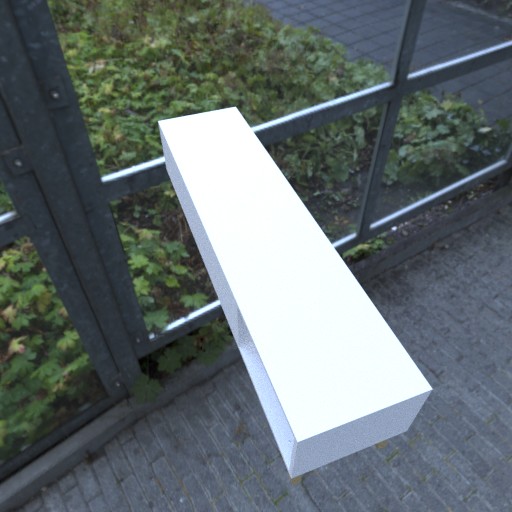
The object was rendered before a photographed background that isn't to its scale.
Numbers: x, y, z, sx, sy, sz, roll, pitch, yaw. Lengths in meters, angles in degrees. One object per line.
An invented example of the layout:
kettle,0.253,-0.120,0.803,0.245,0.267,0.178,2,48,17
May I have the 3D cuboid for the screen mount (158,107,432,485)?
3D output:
screen mount,0.000,0.000,1.832,0.399,0.432,1.644,-15,48,-14
